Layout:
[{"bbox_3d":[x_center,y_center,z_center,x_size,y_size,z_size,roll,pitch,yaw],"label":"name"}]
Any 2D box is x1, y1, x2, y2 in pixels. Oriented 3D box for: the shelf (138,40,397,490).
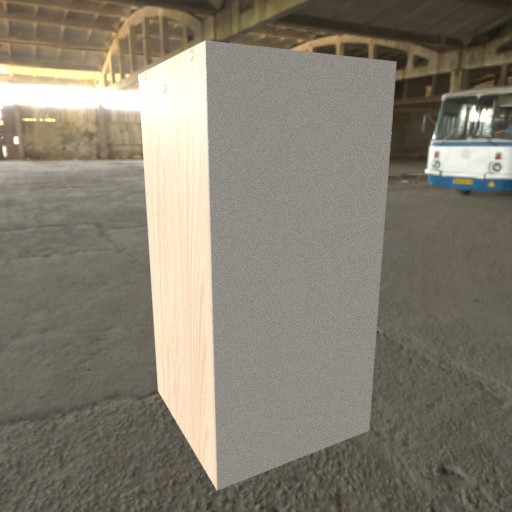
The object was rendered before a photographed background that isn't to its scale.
[{"bbox_3d":[0.000,0.000,0.755,0.290,0.594,0.297,-8,17,-27],"label":"shelf"}]
